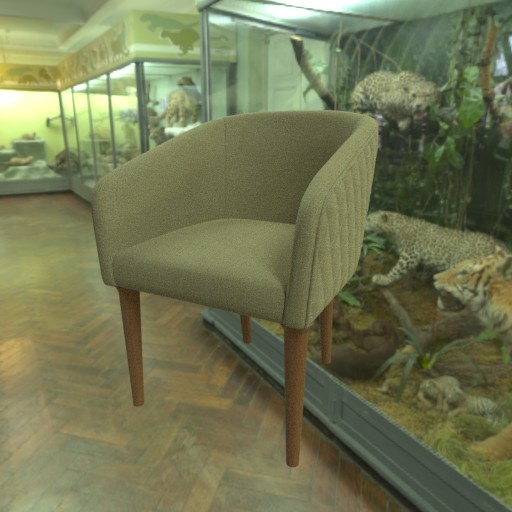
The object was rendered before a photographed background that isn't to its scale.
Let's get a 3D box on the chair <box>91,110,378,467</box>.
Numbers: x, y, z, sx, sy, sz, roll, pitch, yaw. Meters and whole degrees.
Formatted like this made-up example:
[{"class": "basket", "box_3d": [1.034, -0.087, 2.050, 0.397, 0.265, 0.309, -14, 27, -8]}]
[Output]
[{"class": "chair", "box_3d": [0.000, 0.000, 1.216, 0.584, 0.775, 0.616, 9, 19, 28]}]
